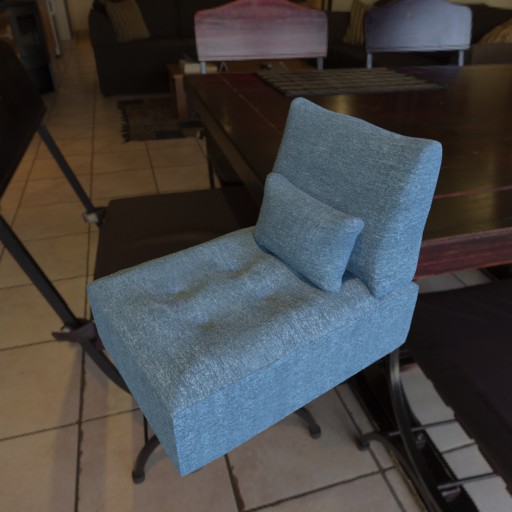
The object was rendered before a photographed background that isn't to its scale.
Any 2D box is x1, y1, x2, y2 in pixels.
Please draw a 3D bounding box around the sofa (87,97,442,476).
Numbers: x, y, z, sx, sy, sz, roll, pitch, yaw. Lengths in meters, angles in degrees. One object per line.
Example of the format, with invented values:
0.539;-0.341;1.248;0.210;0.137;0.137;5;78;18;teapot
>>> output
0.000;0.000;1.521;1.000;0.820;0.700;-21;38;-29;sofa
